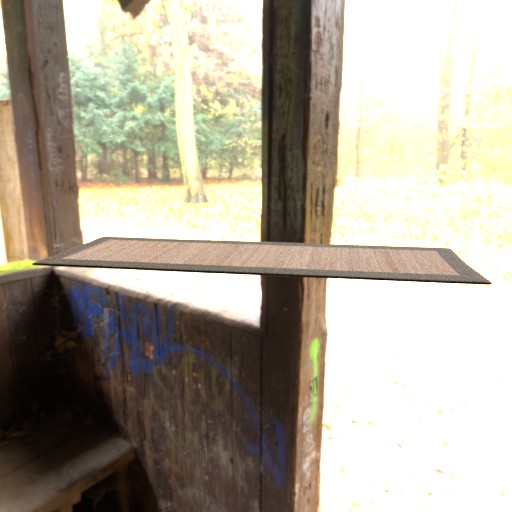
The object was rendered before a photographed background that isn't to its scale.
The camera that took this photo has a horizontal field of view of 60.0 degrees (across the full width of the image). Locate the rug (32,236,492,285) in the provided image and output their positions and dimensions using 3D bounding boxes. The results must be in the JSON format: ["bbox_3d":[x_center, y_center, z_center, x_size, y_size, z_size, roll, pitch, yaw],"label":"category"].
[{"bbox_3d":[0.000,0.000,2.668,2.413,0.016,0.810,2,14,9],"label":"rug"}]
